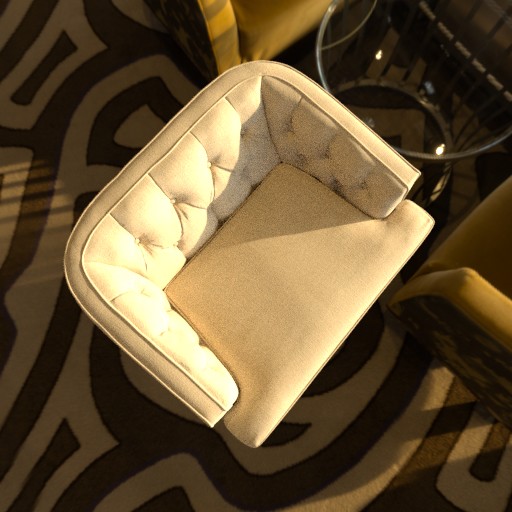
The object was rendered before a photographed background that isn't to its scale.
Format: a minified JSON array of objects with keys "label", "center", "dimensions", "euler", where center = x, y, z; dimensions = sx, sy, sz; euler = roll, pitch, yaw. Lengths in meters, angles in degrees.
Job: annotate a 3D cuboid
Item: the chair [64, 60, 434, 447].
[{"label":"chair","center":[0.000,0.000,1.733],"dimensions":[0.914,0.787,1.118],"euler":[40,80,9]}]
